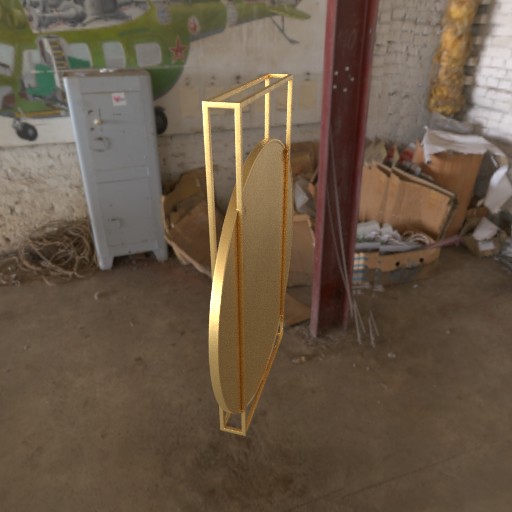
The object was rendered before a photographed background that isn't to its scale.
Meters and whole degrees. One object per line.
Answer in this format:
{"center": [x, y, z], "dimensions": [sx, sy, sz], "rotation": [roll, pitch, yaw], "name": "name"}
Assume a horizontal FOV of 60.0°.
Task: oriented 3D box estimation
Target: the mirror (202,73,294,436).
{"center": [0.000, 0.000, 0.832], "dimensions": [0.051, 0.603, 0.508], "rotation": [8, 30, 14], "name": "mirror"}
